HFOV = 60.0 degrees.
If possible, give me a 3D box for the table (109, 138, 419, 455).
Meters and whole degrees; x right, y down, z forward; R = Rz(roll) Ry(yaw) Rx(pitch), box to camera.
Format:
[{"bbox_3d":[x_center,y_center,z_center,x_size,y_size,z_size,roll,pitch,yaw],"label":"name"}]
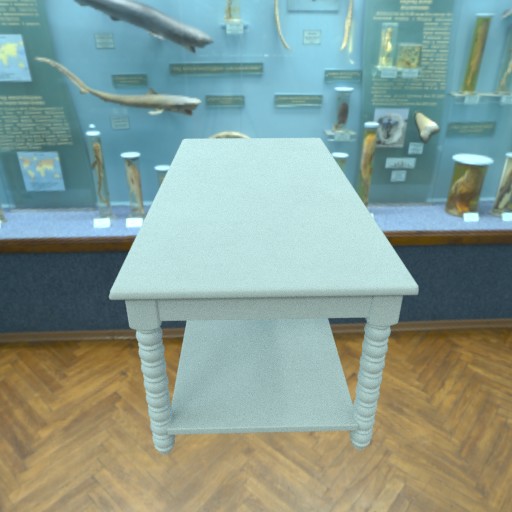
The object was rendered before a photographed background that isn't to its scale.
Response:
[{"bbox_3d":[0.000,0.000,1.437,0.580,0.487,1.171,-1,28,-1],"label":"table"}]
